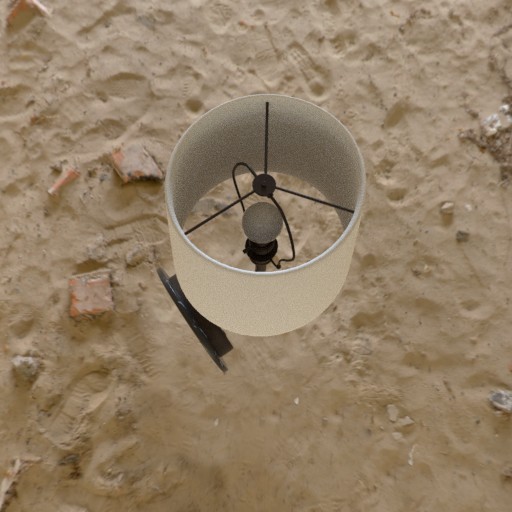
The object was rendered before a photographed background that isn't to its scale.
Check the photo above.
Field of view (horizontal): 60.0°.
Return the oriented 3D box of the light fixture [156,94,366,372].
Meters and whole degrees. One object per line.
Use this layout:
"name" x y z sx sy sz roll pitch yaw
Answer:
"light fixture" 0.000 0.000 0.442 0.188 0.337 0.168 -33 77 -9
